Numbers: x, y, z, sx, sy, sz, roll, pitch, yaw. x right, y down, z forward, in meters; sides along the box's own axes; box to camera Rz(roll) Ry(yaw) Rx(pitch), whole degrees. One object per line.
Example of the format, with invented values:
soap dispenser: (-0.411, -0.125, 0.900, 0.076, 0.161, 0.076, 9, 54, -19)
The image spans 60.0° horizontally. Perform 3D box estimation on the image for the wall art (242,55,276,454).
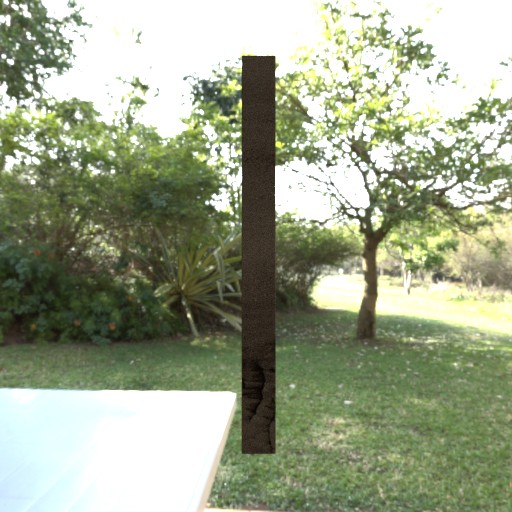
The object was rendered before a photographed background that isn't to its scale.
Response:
wall art: (0.000, 0.000, 0.759, 0.035, 0.407, 0.613, 0, 0, -1)
